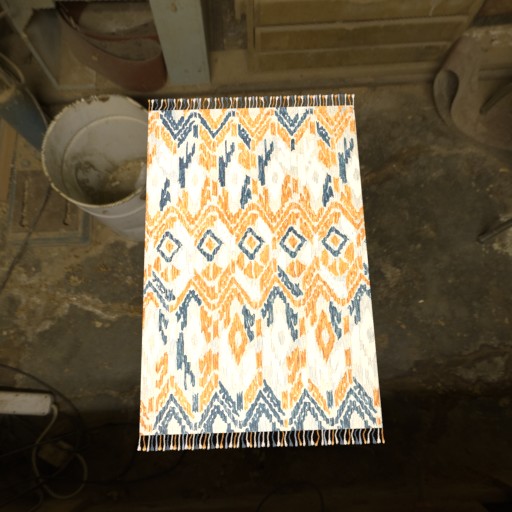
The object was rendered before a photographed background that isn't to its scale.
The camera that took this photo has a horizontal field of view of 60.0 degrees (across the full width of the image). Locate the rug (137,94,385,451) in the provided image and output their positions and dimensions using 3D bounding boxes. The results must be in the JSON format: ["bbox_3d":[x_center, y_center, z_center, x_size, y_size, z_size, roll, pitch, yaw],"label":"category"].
[{"bbox_3d":[0.000,0.000,3.008,1.533,0.010,2.428,-2,77,0],"label":"rug"}]
